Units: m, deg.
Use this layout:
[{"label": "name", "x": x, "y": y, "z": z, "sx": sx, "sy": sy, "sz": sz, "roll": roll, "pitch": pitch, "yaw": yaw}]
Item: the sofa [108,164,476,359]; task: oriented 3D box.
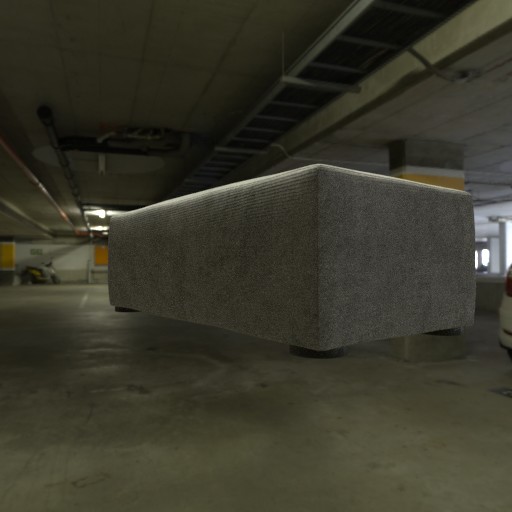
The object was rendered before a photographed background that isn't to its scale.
[{"label": "sofa", "x": 0.000, "y": 0.000, "z": 1.152, "sx": 0.480, "sy": 0.330, "sz": 0.930, "roll": 1, "pitch": -1, "yaw": -37}]
